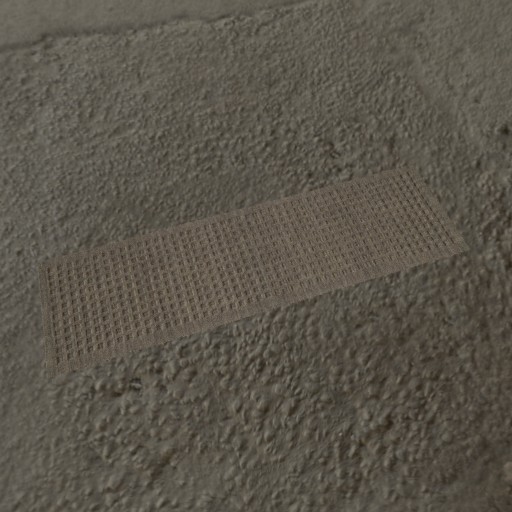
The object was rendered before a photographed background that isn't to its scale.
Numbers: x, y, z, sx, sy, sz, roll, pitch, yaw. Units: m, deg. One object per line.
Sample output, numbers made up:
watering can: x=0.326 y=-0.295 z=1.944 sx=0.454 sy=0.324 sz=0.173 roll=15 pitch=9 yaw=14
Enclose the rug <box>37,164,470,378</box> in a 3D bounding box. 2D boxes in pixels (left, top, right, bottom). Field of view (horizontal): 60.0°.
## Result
rug: x=0.000 y=0.000 z=2.597 sx=2.443 sy=0.009 sz=0.706 roll=-16 pitch=61 yaw=-9
